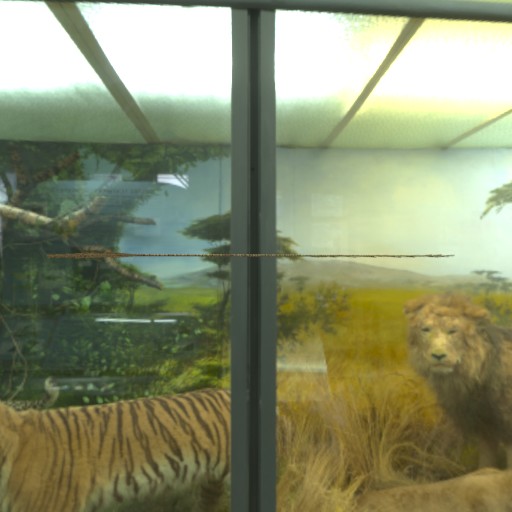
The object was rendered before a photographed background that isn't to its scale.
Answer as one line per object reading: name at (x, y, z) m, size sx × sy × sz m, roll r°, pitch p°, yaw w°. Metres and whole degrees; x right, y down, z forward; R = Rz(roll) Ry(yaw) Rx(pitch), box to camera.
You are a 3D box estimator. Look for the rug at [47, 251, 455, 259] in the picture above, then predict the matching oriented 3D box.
rug at (0.000, 0.000, 2.569) m, size 2.085 × 0.027 × 1.224 m, roll 0°, pitch 0°, yaw -35°
